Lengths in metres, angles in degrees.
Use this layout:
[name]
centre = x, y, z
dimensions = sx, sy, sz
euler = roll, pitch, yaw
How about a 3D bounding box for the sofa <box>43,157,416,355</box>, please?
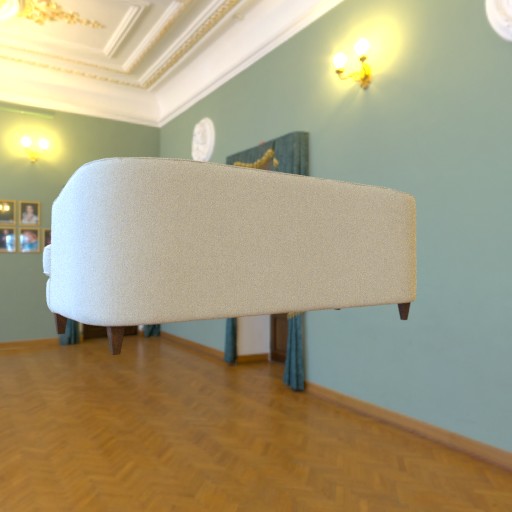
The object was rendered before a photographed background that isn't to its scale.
[sofa]
centre = 0.000, 0.000, 2.733
dimensions = 2.278, 0.855, 0.941
euler = 0, -1, -35
